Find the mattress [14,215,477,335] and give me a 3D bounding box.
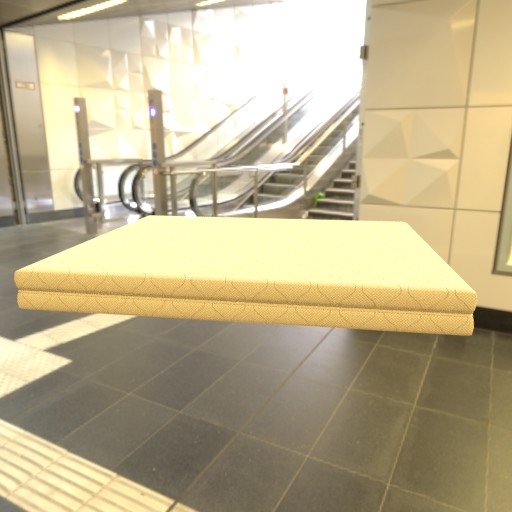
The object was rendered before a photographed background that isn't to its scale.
[{"bbox_3d":[0.000,0.000,2.658,2.000,0.200,1.600,2,15,8],"label":"mattress"}]
